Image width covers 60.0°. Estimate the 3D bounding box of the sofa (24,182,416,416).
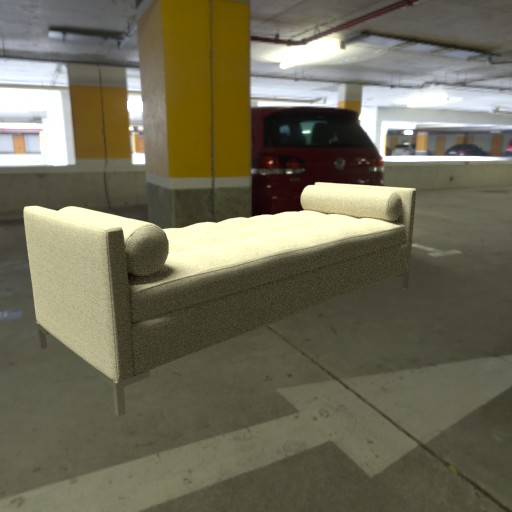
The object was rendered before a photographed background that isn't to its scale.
[{"bbox_3d":[0.000,0.000,2.422,2.102,0.655,0.797,-13,19,-43],"label":"sofa"}]
